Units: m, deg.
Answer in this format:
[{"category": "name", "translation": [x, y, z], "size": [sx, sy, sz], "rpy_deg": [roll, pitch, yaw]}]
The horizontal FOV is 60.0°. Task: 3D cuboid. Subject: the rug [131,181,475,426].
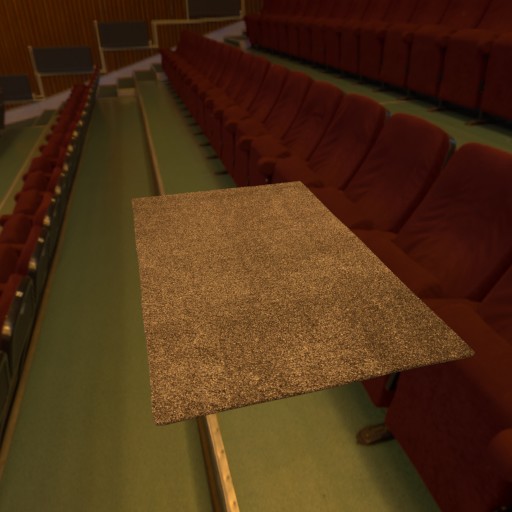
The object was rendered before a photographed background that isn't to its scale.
[{"category": "rug", "translation": [0.000, 0.000, 2.902], "size": [1.501, 0.025, 2.352], "rpy_deg": [-8, 31, -14]}]
